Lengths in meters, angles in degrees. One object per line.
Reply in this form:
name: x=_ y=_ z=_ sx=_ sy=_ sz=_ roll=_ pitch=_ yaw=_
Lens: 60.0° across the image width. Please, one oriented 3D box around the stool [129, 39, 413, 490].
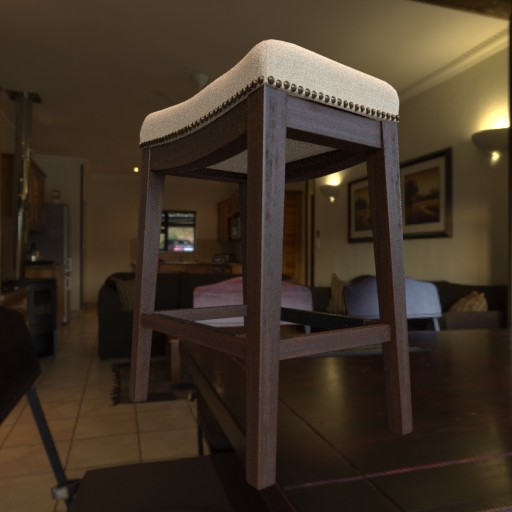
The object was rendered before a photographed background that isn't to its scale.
stool: x=0.000 y=0.000 z=0.938 sx=0.363 sy=0.669 sz=0.509 roll=0 pitch=-1 yaw=-36
